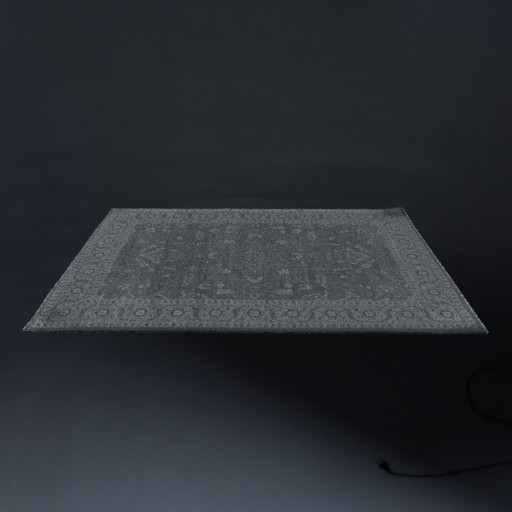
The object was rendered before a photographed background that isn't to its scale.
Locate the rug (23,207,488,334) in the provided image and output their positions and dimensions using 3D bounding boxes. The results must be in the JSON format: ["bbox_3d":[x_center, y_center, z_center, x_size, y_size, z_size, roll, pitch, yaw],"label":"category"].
[{"bbox_3d":[0.000,0.000,2.252,1.828,0.019,1.209,0,30,0],"label":"rug"}]
